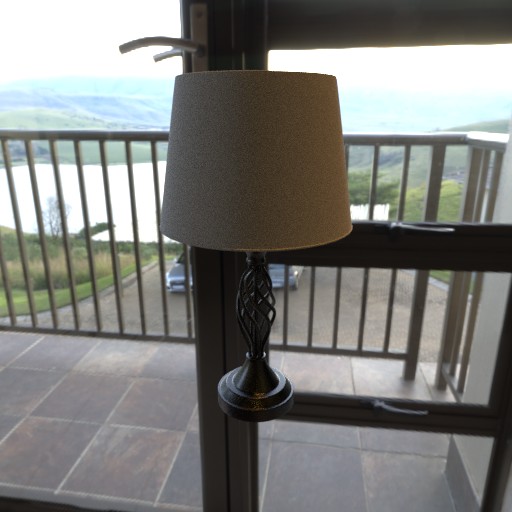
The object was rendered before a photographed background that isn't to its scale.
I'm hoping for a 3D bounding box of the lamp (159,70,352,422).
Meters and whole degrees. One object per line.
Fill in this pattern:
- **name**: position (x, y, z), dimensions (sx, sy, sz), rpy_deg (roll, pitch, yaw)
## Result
- **lamp**: position (0.000, 0.000, 0.793), dimensions (0.331, 0.594, 0.331), rpy_deg (0, 18, 0)
